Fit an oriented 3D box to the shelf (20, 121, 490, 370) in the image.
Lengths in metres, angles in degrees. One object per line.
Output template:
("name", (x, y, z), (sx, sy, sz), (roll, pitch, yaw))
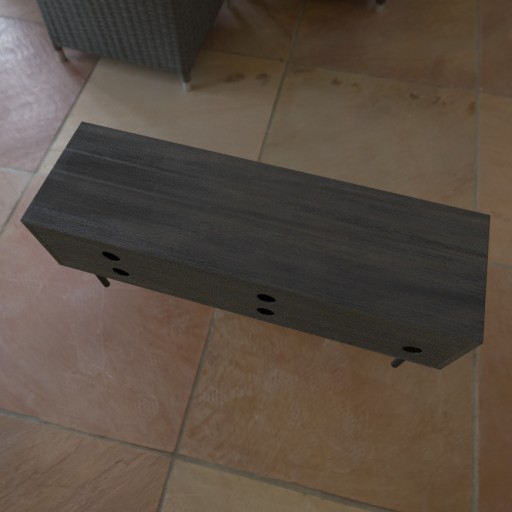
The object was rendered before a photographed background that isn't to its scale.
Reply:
("shelf", (0.000, 0.000, 1.498), (1.300, 0.495, 0.400), (14, 64, 7))
